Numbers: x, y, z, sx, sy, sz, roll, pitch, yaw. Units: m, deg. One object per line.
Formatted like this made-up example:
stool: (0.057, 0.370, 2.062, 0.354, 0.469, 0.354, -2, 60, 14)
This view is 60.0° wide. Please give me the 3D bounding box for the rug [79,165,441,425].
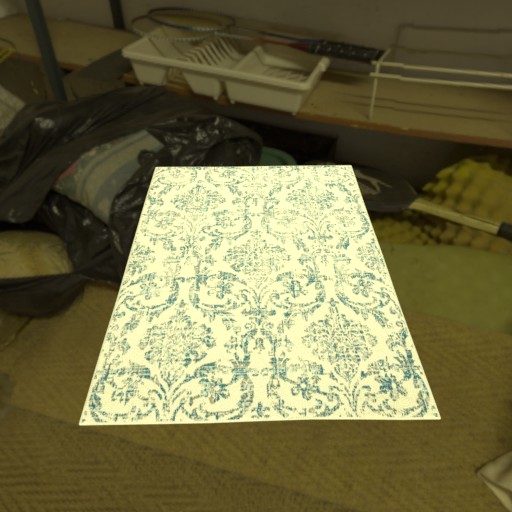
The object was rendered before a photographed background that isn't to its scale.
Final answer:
rug: (0.000, 0.000, 2.760, 1.586, 0.014, 2.197, -1, 41, -1)
